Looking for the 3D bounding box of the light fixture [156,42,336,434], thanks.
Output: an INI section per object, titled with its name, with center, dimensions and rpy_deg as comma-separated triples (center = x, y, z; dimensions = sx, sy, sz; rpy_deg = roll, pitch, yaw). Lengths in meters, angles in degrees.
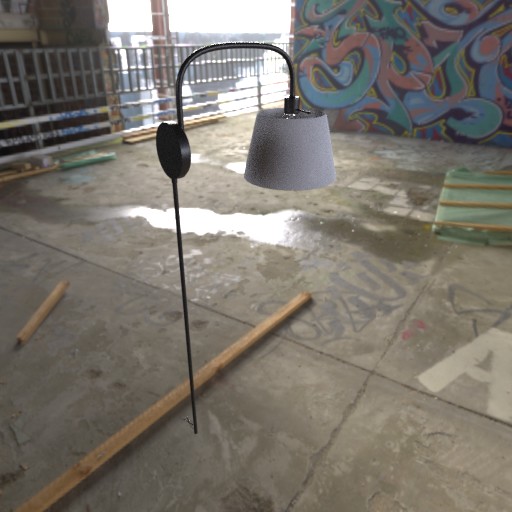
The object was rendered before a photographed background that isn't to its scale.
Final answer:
[light fixture]
center = 0.000, 0.000, 0.459
dimensions = 0.176, 0.399, 0.092
rpy_deg = -19, 32, -32
